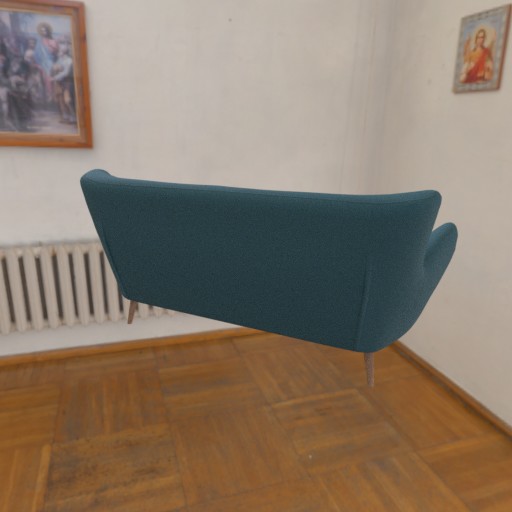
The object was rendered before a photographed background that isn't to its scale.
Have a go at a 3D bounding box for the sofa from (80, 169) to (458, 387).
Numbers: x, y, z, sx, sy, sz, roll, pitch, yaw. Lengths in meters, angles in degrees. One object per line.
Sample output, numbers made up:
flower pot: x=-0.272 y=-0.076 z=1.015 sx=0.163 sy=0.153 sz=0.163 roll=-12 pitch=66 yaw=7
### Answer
sofa: x=0.000 y=0.000 z=2.398 sx=1.930 sy=0.890 sz=0.889 roll=8 pitch=19 yaw=26
